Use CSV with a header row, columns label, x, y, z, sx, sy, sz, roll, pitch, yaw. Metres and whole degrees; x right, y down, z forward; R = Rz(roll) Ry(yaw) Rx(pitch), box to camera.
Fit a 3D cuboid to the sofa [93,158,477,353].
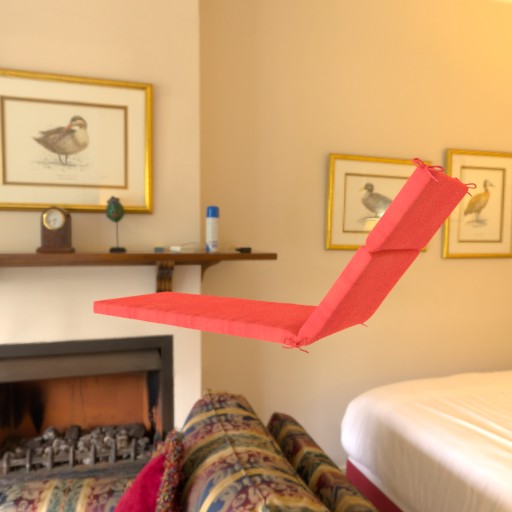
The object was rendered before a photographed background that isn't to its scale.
label,x,y,z,sx,sy,sz,roll,pitch,yaw
sofa,0.000,0.000,1.943,1.663,0.622,0.582,2,3,35
